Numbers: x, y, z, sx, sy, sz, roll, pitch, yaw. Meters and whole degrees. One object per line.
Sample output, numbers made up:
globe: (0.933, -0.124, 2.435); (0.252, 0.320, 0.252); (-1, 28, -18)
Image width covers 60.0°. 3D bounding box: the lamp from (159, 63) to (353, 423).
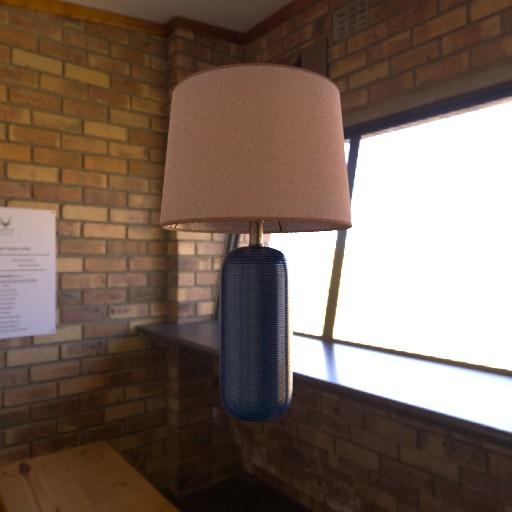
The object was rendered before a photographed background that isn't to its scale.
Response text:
lamp: (0.000, 0.000, 0.860); (0.367, 0.609, 0.367); (0, 0, 0)
